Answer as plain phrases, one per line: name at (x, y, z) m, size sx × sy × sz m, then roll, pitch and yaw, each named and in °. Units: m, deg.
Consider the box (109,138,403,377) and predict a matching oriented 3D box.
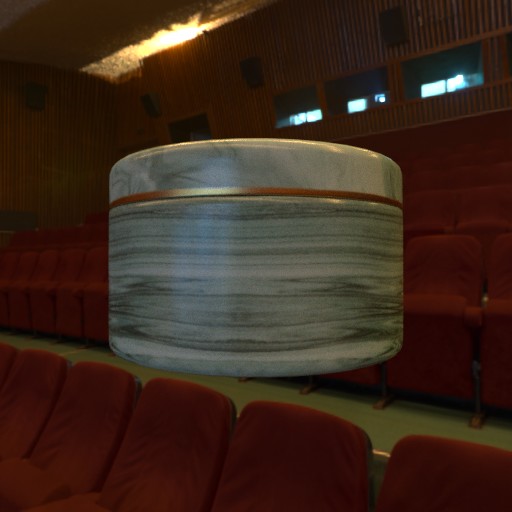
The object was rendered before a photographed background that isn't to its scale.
box at (0.000, 0.000, 0.161) m, size 0.101 × 0.063 × 0.101 m, roll 0°, pitch -1°, yaw 0°
